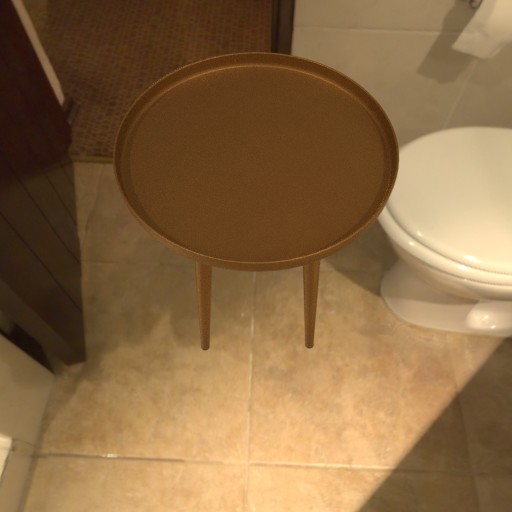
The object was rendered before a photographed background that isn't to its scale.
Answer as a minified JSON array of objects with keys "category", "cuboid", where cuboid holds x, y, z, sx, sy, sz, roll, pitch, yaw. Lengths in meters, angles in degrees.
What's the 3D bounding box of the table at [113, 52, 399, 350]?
[{"category":"table","cuboid":[0.000,0.000,0.674,0.299,0.480,0.299,-31,64,-17]}]
